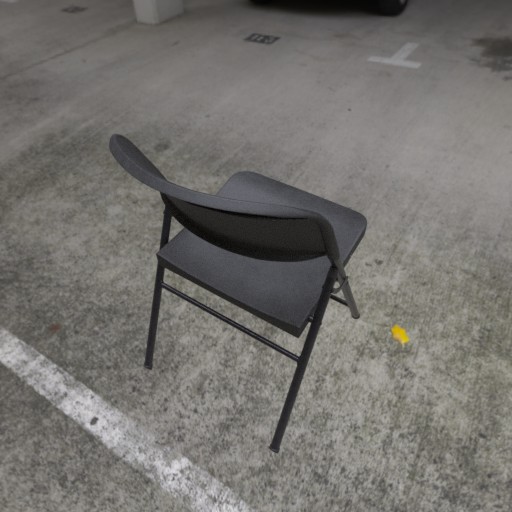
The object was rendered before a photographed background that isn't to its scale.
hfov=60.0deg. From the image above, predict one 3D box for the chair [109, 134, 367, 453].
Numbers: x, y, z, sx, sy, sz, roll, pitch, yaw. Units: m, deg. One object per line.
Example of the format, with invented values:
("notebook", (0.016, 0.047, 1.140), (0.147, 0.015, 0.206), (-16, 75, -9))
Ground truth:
("chair", (0.000, 0.000, 1.162), (0.494, 0.810, 0.566), (25, 51, 22))
